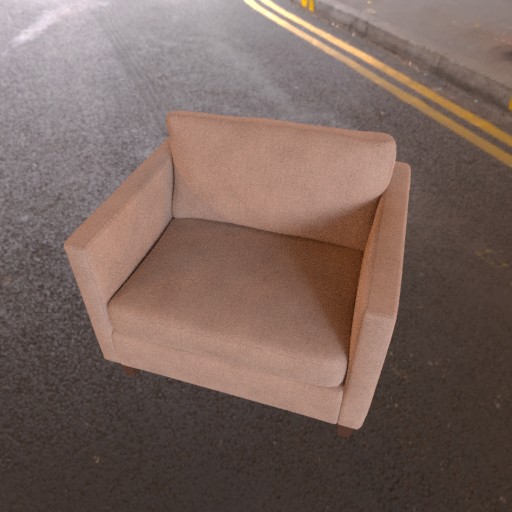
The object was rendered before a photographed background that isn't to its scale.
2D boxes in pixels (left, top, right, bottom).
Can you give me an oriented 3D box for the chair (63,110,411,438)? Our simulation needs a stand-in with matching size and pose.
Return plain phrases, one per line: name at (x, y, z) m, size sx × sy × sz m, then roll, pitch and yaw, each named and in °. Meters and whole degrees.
chair at (0.000, 0.000, 1.872) m, size 1.133 × 0.961 × 0.959 m, roll 12°, pitch 43°, yaw 13°
